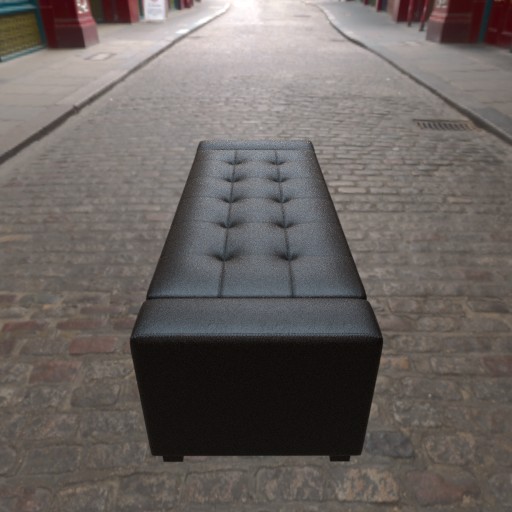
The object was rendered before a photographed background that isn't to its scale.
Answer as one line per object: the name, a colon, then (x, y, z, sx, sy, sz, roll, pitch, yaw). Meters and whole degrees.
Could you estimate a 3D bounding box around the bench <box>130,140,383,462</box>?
bench: (0.000, 0.000, 1.515, 0.508, 0.445, 1.296, 0, 31, 0)
